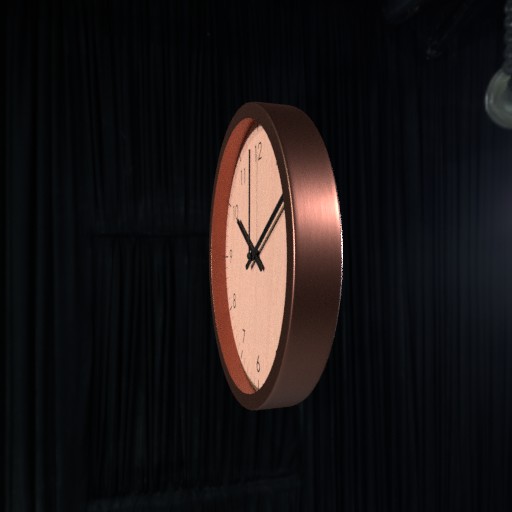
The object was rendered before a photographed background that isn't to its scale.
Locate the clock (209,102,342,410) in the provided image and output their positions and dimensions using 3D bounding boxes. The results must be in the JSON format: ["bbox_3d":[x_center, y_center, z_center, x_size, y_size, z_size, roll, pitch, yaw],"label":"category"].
[{"bbox_3d":[0.000,0.000,0.480,0.040,0.313,0.313,0,0,-17],"label":"clock"}]
